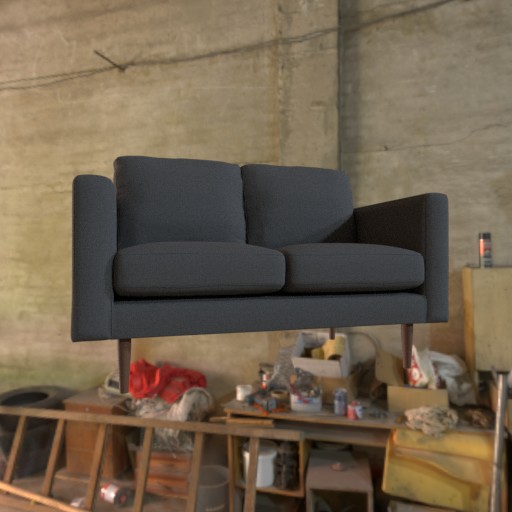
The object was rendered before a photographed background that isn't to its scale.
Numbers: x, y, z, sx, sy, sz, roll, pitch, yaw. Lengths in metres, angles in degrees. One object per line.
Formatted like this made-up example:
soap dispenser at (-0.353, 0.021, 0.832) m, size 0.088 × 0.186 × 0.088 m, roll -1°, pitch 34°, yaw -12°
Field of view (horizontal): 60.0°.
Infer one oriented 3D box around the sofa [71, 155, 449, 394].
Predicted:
sofa at (0.000, 0.000, 1.926) m, size 1.430 × 0.908 × 0.796 m, roll 0°, pitch 0°, yaw -17°
